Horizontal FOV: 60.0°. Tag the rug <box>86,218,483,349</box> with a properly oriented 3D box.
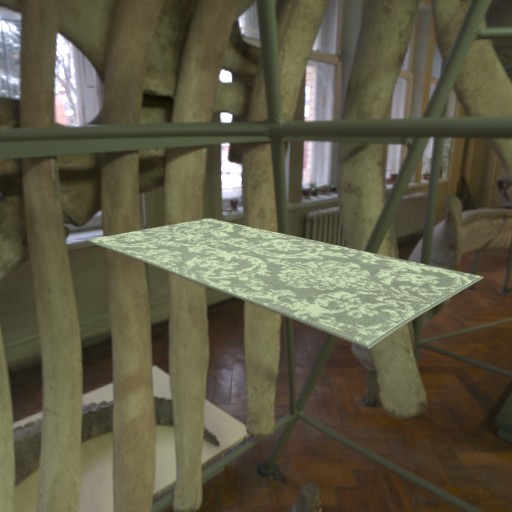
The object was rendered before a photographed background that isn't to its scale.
[{"bbox_3d":[0.000,0.000,1.463,0.604,0.007,1.219,-15,22,-43],"label":"rug"}]
